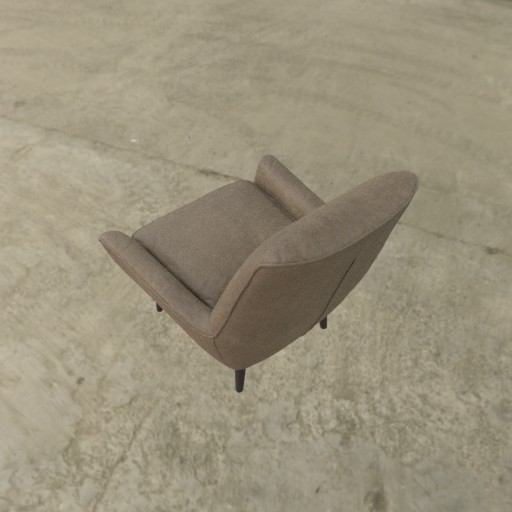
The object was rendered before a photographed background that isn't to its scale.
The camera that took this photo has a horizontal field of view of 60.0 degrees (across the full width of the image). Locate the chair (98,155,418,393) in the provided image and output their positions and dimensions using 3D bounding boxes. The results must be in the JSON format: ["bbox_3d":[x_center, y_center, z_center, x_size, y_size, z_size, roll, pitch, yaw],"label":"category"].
[{"bbox_3d":[0.000,0.000,1.523,0.787,0.888,0.824,-31,54,-25],"label":"chair"}]
